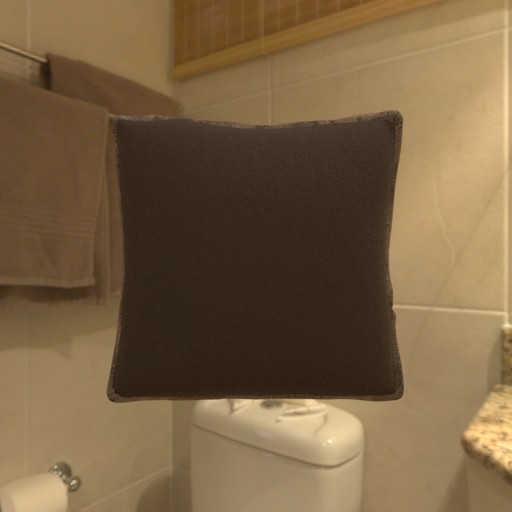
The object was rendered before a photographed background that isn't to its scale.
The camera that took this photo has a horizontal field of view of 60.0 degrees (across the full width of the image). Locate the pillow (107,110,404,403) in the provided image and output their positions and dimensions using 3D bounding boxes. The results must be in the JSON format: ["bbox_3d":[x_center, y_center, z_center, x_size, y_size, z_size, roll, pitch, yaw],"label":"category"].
[{"bbox_3d":[0.000,0.000,0.797,0.522,0.520,0.204,0,0,-1],"label":"pillow"}]
